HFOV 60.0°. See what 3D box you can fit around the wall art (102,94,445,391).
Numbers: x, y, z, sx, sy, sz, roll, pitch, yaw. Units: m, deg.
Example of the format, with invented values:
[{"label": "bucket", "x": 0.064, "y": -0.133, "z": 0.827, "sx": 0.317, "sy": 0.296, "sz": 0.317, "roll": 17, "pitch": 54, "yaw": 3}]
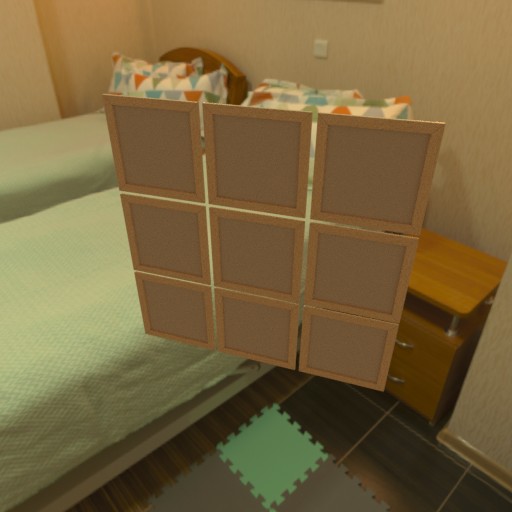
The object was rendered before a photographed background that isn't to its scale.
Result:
[{"label": "wall art", "x": 0.000, "y": 0.000, "z": 2.295, "sx": 1.519, "sy": 1.507, "sz": 0.014, "roll": 10, "pitch": 34, "yaw": 15}]
